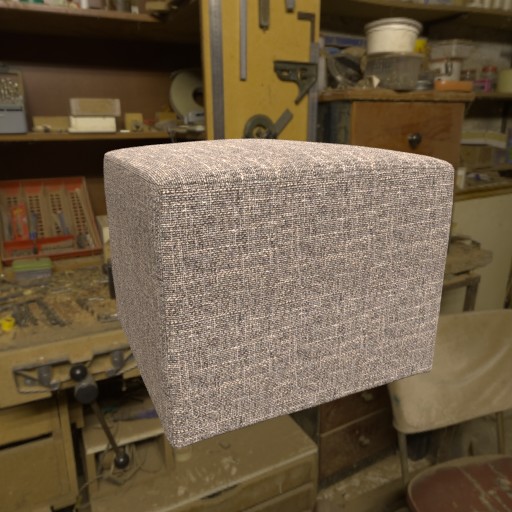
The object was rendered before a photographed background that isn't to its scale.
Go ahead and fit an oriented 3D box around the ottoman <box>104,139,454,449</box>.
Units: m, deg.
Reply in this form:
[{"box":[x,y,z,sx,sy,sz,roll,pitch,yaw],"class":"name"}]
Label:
[{"box":[0.000,0.000,0.901,0.512,0.453,0.521,-8,19,-24],"class":"ottoman"}]
